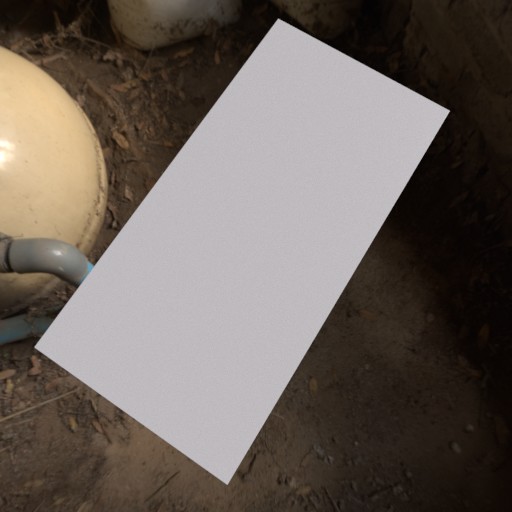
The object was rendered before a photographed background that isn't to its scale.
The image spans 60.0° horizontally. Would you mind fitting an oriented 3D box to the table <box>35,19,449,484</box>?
[{"bbox_3d":[0.000,0.000,1.337,0.498,0.660,0.991,32,78,7],"label":"table"}]
